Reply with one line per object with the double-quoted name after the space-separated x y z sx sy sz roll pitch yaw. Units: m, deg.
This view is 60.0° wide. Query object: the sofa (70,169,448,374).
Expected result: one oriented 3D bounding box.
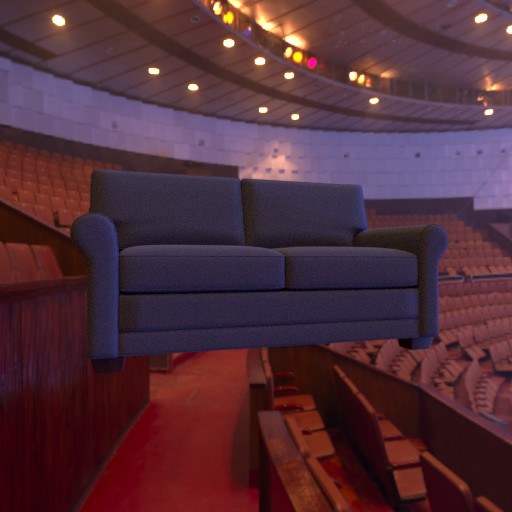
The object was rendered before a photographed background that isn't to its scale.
0.000 0.000 2.552 1.930 1.020 0.940 0 -1 -18 "sofa"
